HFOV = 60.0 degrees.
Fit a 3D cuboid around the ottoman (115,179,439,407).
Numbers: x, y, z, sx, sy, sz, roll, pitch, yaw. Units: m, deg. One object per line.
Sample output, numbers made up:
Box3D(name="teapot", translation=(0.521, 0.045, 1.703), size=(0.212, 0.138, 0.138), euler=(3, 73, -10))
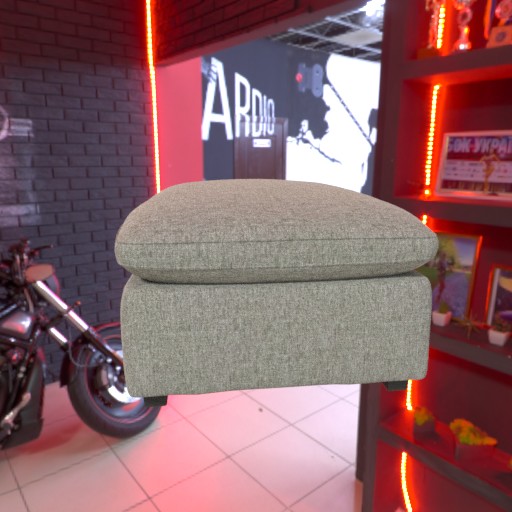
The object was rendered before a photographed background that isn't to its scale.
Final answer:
Box3D(name="ottoman", translation=(0.000, 0.000, 1.351), size=(0.694, 0.451, 0.977), euler=(-2, 13, -7))
